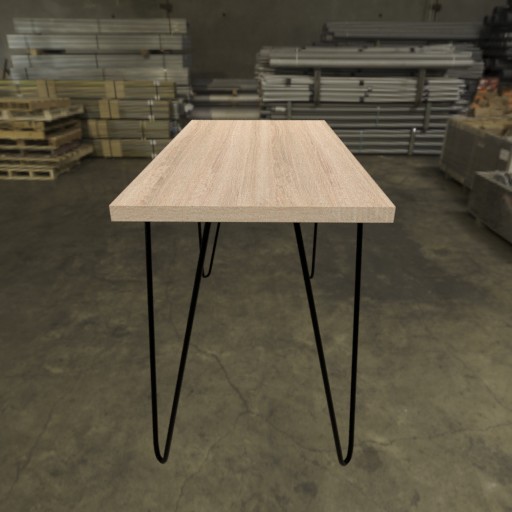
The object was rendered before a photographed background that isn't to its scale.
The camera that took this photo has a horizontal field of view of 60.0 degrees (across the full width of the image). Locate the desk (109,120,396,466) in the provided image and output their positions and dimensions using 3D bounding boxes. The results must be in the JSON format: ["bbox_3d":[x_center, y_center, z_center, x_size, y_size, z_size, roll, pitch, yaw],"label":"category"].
[{"bbox_3d":[0.000,0.000,1.360,0.499,0.660,0.991,0,25,1],"label":"desk"}]
